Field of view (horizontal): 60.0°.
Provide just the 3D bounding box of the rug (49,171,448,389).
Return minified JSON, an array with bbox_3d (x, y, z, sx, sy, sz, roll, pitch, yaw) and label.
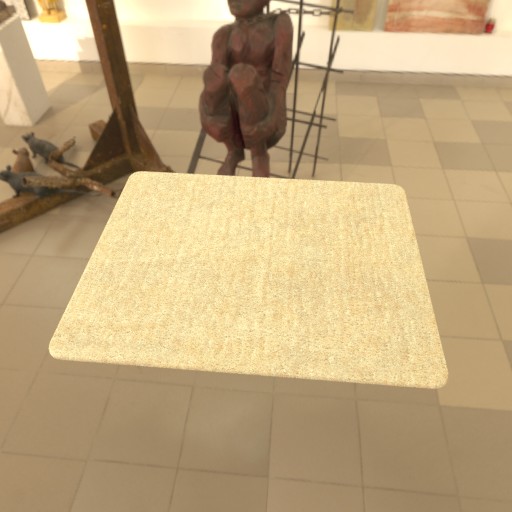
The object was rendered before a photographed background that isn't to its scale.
[{"bbox_3d":[0.000,0.000,3.429,2.528,0.048,2.009,4,46,3],"label":"rug"}]
